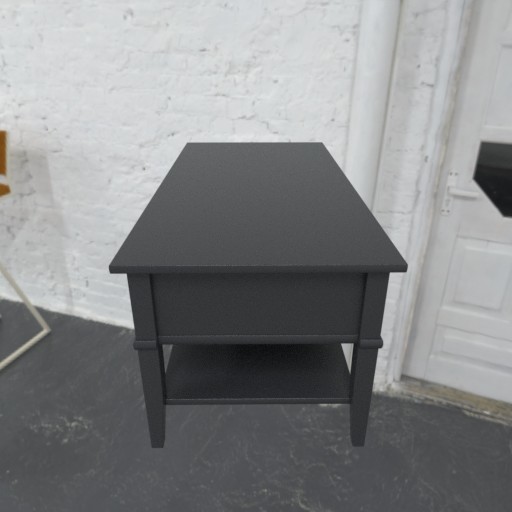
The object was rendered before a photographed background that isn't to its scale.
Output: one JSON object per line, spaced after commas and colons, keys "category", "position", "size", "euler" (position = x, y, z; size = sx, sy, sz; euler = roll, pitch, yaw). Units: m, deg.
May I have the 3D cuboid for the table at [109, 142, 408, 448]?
{"category": "table", "position": [0.000, 0.000, 1.344], "size": [0.523, 0.470, 1.044], "euler": [0, 26, 0]}
